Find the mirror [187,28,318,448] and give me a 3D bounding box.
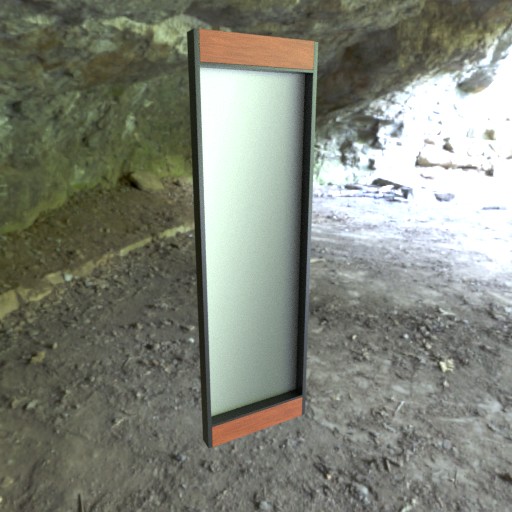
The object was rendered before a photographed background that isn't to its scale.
[{"bbox_3d":[0.000,0.000,1.247,0.343,1.123,0.047,-9,18,-27],"label":"mirror"}]
